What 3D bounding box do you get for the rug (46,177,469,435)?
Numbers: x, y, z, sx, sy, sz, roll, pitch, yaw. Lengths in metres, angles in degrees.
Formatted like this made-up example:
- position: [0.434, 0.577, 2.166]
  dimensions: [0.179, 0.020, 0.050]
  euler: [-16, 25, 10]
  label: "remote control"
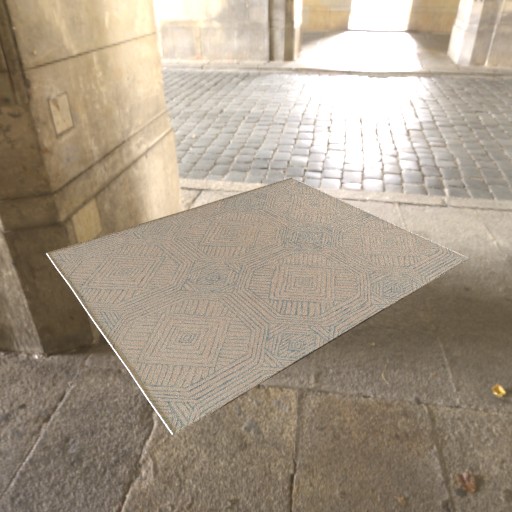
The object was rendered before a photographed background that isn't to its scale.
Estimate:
- position: [0.000, 0.000, 4.092]
  dimensions: [3.049, 0.015, 2.457]
  euler: [-22, 38, -31]
  label: "rug"
